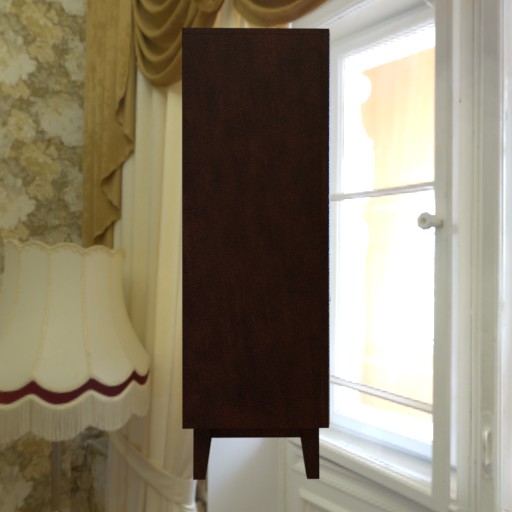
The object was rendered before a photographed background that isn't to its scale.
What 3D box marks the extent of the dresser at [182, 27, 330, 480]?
[{"bbox_3d":[0.000,0.000,2.006,0.506,1.514,1.072,0,0,-1],"label":"dresser"}]
